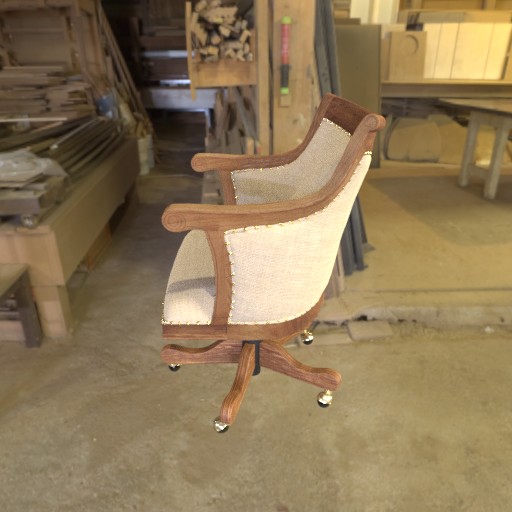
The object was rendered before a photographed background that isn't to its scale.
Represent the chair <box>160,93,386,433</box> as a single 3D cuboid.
[{"bbox_3d":[0.000,0.000,1.459,0.689,0.965,0.656,0,24,-1],"label":"chair"}]
